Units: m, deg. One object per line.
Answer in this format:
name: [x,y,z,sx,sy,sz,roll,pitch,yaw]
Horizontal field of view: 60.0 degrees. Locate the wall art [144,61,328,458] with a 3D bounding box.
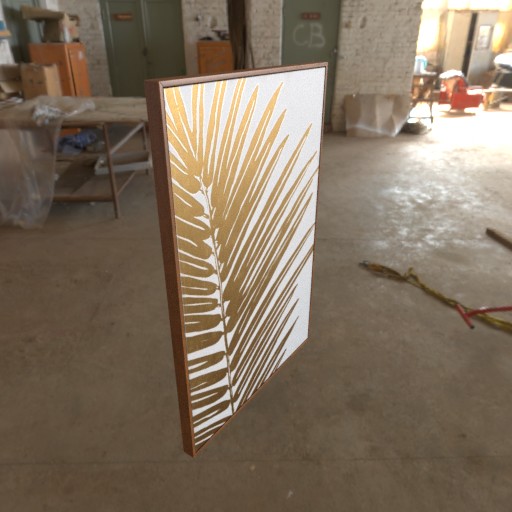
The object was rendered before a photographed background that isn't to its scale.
wall art: [0.000,0.000,1.173,0.037,0.914,0.610,18,32,31]
